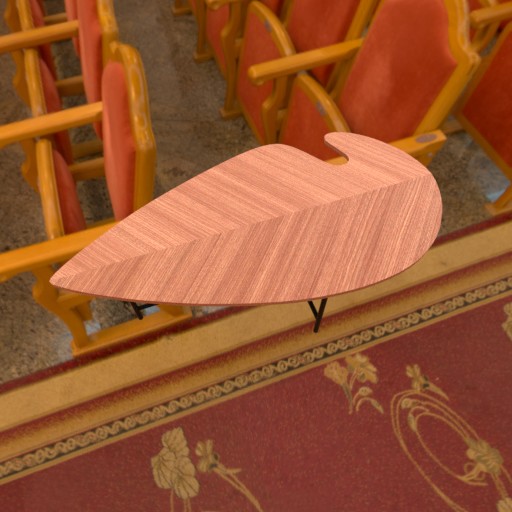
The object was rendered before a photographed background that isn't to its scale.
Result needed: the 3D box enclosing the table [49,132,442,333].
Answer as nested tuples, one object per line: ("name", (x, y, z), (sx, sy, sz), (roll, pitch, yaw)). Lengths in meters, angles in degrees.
("table", (0.000, 0.000, 1.472), (1.199, 0.360, 0.598), (-16, 59, -10))
